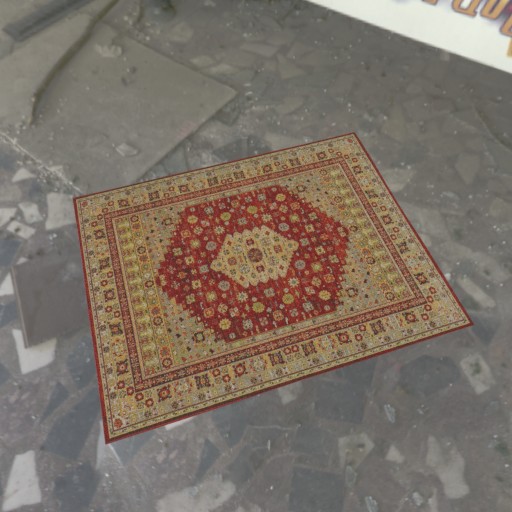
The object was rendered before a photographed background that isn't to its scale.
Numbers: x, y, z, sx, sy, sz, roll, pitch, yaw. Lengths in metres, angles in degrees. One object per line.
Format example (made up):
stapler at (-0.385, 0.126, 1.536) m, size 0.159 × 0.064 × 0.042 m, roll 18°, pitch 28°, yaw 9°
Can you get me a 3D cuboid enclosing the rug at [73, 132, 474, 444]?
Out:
rug at (0.000, 0.000, 4.038) m, size 3.053 × 0.013 × 2.387 m, roll -15°, pitch 60°, yaw -9°
